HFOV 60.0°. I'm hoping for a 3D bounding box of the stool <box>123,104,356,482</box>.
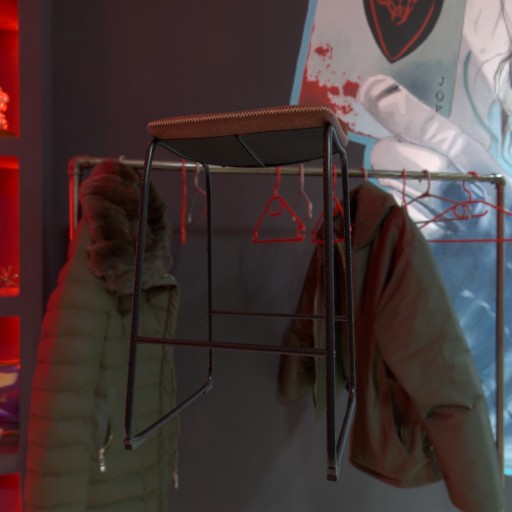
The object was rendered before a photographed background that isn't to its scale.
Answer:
[{"bbox_3d":[0.000,0.000,1.096,0.454,0.830,0.473,0,1,17],"label":"stool"}]
